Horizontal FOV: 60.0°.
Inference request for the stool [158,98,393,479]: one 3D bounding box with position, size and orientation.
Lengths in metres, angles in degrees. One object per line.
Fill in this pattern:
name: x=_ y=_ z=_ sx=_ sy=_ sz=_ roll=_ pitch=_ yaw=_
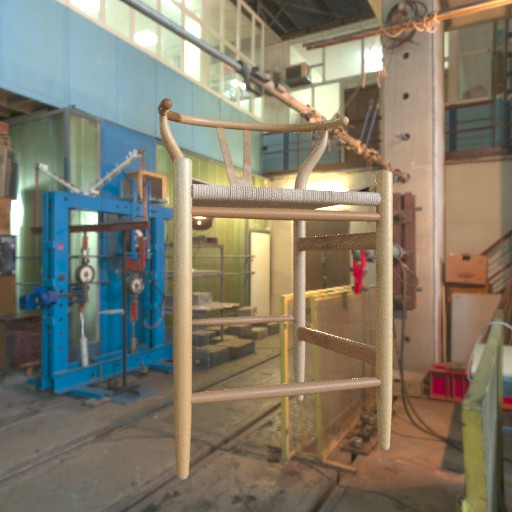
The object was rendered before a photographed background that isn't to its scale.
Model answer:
stool: x=0.000 y=0.000 z=1.250 sx=0.536 sy=0.923 sz=0.575 roll=0 pitch=0 yaw=-17
